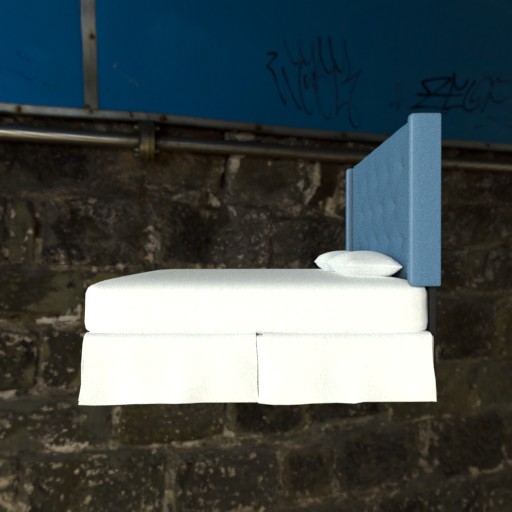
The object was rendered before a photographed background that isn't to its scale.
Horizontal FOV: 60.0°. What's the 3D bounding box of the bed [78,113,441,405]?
[{"bbox_3d":[0.000,0.000,3.320,2.078,1.665,1.719,0,0,-1],"label":"bed"}]
